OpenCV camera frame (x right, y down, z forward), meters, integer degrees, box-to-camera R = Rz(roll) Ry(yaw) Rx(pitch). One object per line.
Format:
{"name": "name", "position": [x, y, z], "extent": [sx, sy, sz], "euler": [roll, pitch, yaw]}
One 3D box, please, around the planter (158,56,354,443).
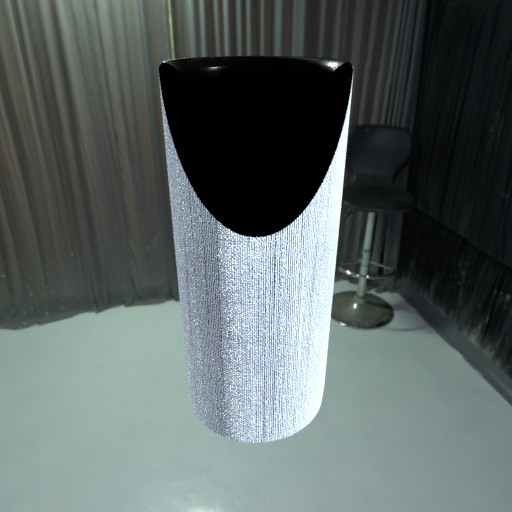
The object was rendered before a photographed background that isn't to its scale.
{"name": "planter", "position": [0.000, 0.000, 0.128], "extent": [0.045, 0.103, 0.045], "euler": [-9, 28, -16]}
